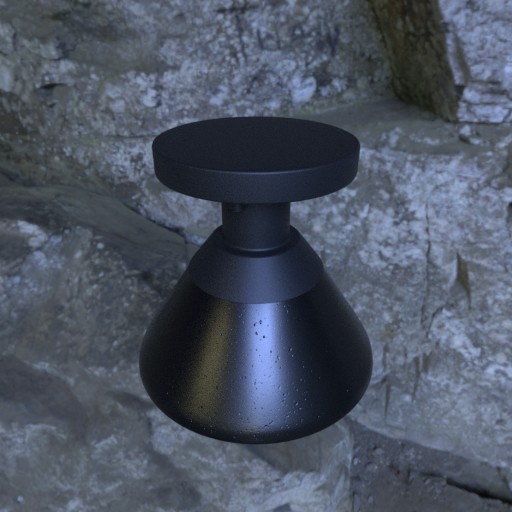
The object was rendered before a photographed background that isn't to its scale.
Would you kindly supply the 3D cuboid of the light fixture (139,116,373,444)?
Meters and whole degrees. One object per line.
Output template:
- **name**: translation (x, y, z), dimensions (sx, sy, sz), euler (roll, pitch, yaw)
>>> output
- **light fixture**: translation (0.000, 0.000, 0.345), dimensions (0.200, 0.183, 0.200), euler (0, 29, 0)
